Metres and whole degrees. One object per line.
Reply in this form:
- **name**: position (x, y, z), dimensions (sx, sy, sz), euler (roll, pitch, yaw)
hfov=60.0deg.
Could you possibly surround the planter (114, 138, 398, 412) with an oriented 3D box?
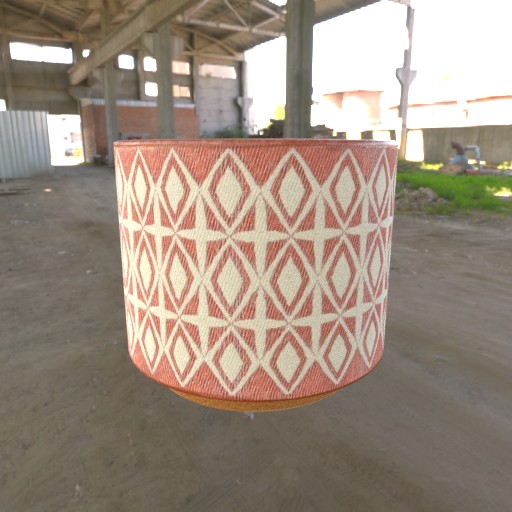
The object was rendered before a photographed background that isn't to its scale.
- **planter**: position (0.000, 0.000, 0.473), dimensions (0.273, 0.237, 0.273), euler (0, 14, 0)
